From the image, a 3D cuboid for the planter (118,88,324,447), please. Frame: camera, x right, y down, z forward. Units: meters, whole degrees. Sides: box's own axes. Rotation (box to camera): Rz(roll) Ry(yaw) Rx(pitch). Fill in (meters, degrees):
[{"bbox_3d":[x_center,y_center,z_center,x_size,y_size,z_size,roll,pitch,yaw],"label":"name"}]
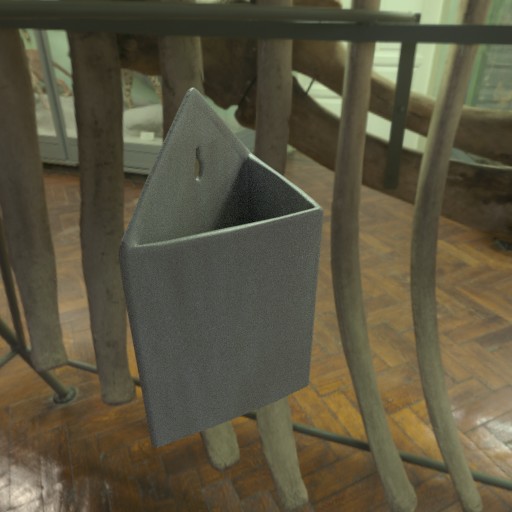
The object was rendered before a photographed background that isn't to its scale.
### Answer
[{"bbox_3d":[0.000,0.000,0.275,0.080,0.194,0.163,10,32,17],"label":"planter"}]
